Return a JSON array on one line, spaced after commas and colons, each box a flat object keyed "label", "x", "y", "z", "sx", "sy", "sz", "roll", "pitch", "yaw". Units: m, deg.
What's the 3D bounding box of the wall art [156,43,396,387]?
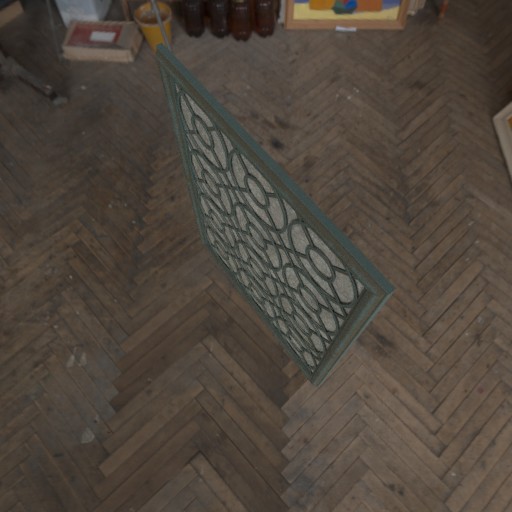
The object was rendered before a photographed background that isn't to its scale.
[{"label": "wall art", "x": 0.000, "y": 0.000, "z": 1.338, "sx": 0.030, "sy": 0.983, "sz": 0.767, "roll": -34, "pitch": 69, "yaw": -15}]
